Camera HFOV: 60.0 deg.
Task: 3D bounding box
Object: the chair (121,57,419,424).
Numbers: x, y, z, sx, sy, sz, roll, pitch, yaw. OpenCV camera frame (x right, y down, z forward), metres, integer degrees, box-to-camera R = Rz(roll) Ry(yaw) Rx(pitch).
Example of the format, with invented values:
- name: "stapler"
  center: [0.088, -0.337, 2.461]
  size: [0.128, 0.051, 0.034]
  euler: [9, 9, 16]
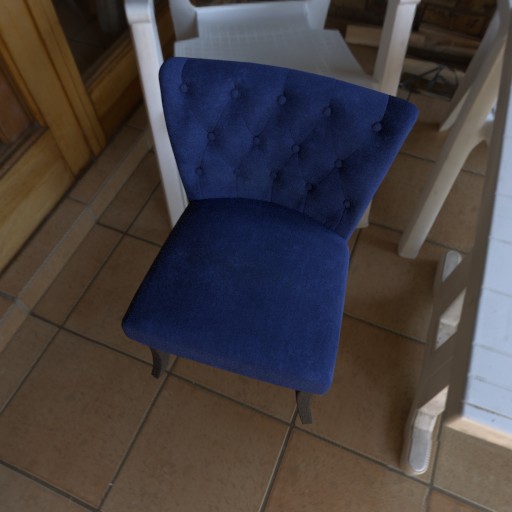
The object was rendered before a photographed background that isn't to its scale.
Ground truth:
- name: "chair"
  center: [0.000, 0.000, 1.172]
  size: [0.585, 0.753, 0.606]
  euler: [14, 60, 9]
